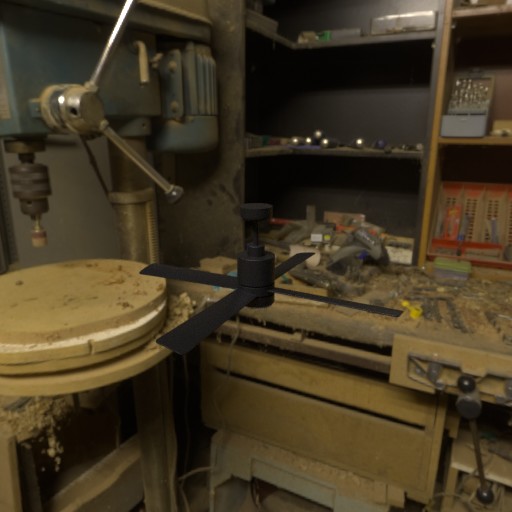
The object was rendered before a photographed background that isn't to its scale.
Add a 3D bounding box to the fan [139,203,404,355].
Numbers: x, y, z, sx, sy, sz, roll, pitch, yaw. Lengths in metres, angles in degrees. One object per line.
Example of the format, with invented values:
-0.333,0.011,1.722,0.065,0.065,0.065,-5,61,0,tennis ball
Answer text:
0.000,0.000,2.345,1.525,0.534,1.525,8,18,26,fan
